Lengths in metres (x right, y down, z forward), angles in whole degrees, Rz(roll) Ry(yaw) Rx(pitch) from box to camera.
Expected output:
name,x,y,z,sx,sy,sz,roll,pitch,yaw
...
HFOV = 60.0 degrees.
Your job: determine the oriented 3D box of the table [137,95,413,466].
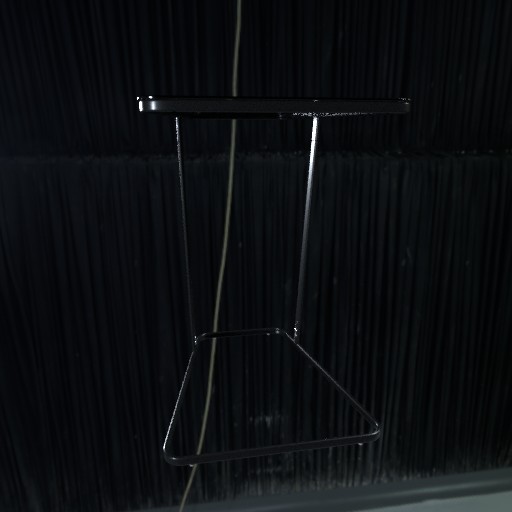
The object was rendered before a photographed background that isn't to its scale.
name,x,y,z,sx,sy,sz,roll,pitch,yaw
table,0.000,0.000,0.968,0.427,0.624,0.500,-3,16,-10
